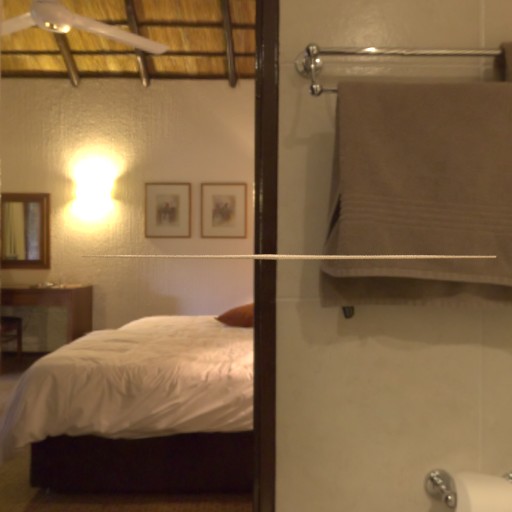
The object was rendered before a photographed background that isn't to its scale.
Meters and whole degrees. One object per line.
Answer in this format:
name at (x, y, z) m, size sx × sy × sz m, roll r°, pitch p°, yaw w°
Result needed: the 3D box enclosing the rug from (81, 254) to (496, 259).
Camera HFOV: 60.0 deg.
rug at (0.000, 0.000, 2.274) m, size 1.232 × 0.015 × 1.825 m, roll 0°, pitch 0°, yaw -37°
